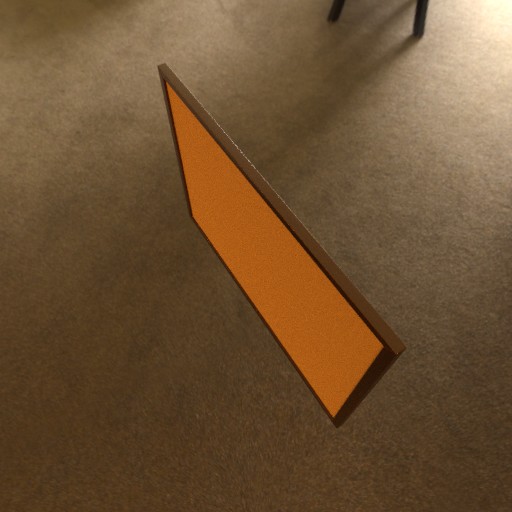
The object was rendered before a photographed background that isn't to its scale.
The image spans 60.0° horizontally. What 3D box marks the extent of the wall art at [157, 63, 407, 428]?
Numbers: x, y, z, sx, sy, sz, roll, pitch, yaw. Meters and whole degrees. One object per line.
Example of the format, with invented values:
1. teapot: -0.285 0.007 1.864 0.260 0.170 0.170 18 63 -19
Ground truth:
1. wall art: 0.000 0.000 0.576 0.012 0.304 0.431 -28 63 -16
